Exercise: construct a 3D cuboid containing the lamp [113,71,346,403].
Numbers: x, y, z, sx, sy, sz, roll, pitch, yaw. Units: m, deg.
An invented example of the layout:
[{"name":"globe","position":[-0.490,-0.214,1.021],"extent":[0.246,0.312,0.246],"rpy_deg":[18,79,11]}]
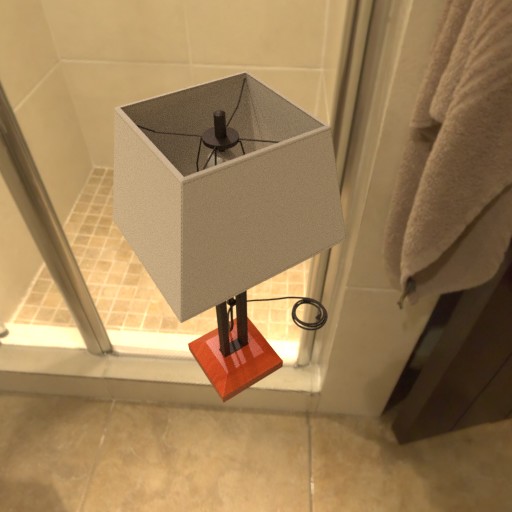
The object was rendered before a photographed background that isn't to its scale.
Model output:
[{"name":"lamp","position":[0.000,0.000,0.992],"extent":[0.498,0.737,0.310],"rpy_deg":[-25,51,-22]}]
